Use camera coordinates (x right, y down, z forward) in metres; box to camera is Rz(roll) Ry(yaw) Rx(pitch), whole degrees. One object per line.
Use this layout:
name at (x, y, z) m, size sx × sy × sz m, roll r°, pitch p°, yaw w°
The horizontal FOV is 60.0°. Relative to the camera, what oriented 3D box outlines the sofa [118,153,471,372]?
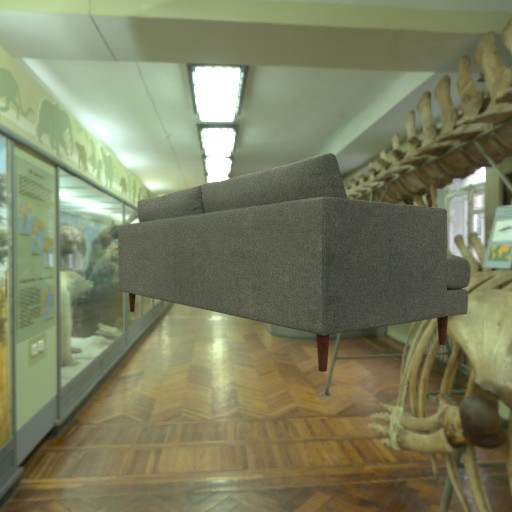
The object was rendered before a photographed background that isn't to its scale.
sofa at (0.000, 0.000, 2.804) m, size 1.020 × 0.868 × 2.250 m, roll 0°, pitch 1°, yaw -36°
